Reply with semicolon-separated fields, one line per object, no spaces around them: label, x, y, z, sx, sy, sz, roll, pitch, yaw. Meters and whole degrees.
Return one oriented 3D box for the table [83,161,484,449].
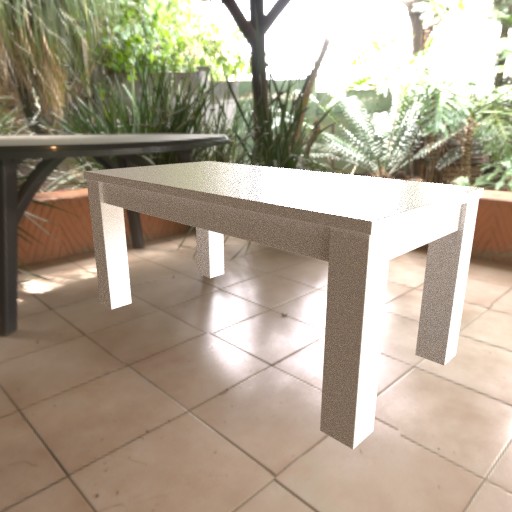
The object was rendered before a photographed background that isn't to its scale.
table;0.000;0.000;2.274;1.800;0.790;0.900;16;23;42
